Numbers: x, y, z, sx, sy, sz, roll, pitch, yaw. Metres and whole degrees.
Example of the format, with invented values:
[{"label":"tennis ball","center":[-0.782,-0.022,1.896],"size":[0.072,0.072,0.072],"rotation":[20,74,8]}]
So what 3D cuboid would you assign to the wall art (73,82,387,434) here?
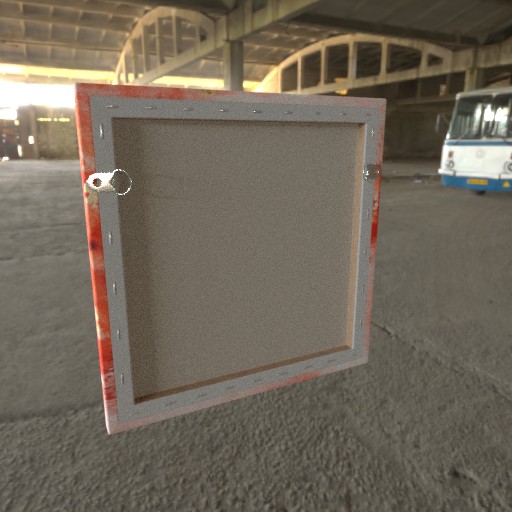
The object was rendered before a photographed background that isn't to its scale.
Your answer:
[{"label":"wall art","center":[0.000,0.000,1.070],"size":[0.747,0.746,0.064],"rotation":[-7,16,-26]}]
